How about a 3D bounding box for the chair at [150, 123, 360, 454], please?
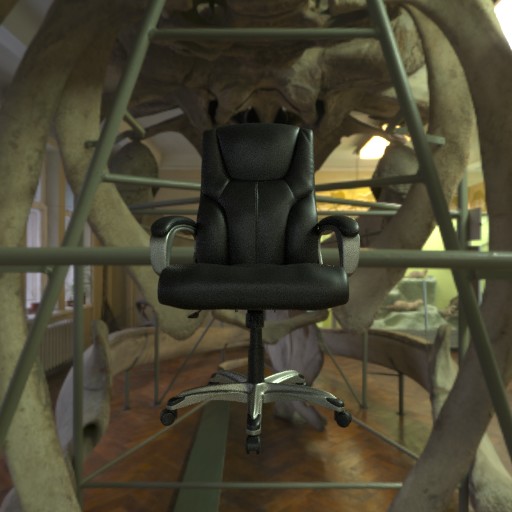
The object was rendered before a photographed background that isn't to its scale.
[{"bbox_3d":[0.000,0.000,1.607,0.663,1.155,0.739,0,0,1],"label":"chair"}]
